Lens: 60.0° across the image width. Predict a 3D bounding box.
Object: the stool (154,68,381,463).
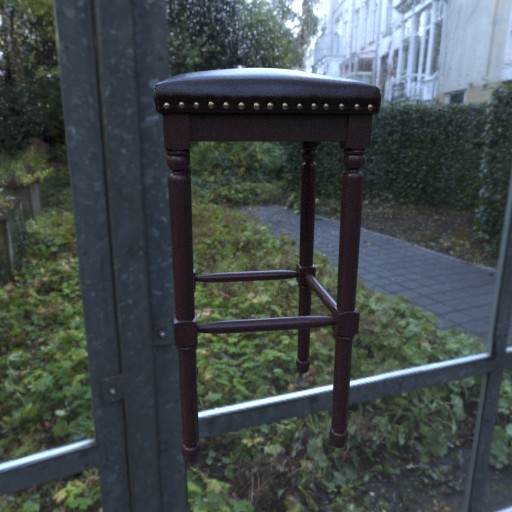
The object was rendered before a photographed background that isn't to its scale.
[{"bbox_3d":[0.000,0.000,0.989,0.382,0.768,0.383,-2,15,-8],"label":"stool"}]
